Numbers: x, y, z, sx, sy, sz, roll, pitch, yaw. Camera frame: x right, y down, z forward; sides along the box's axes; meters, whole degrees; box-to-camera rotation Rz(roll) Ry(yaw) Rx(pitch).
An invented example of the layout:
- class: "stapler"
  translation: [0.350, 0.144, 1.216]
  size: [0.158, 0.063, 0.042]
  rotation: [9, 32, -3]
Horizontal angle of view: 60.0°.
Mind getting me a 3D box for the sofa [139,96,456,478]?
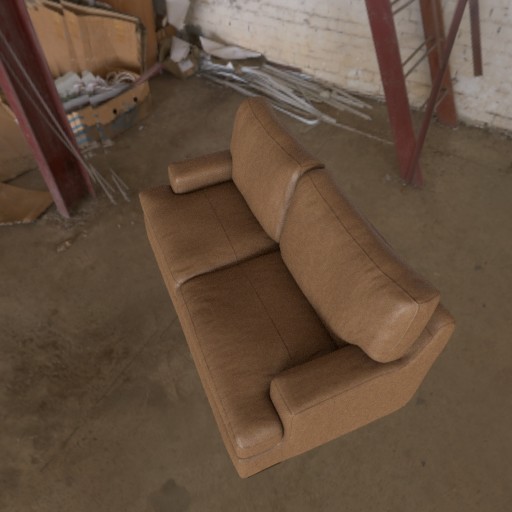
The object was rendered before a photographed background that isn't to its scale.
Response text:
- class: "sofa"
  translation: [0.000, 0.000, 2.419]
  size: [0.962, 0.980, 1.855]
  rotation: [-17, 50, -15]
